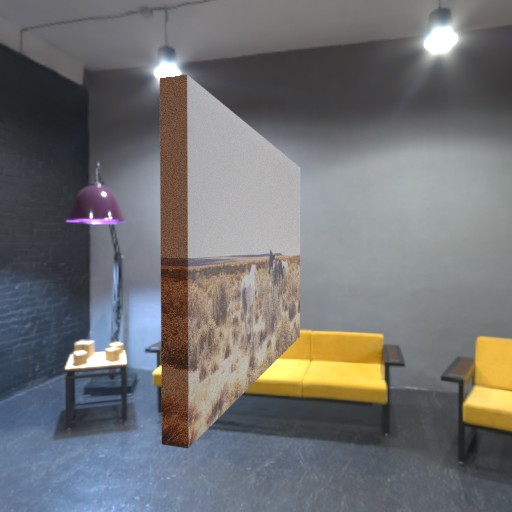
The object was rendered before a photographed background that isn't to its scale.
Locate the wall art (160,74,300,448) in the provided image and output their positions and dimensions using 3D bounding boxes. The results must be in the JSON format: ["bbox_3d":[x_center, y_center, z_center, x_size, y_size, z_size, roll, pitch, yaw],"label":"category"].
[{"bbox_3d":[0.000,0.000,1.164,0.050,0.610,0.914,0,2,17],"label":"wall art"}]
